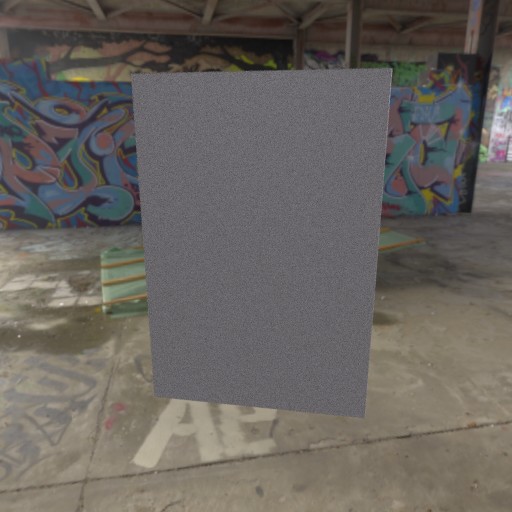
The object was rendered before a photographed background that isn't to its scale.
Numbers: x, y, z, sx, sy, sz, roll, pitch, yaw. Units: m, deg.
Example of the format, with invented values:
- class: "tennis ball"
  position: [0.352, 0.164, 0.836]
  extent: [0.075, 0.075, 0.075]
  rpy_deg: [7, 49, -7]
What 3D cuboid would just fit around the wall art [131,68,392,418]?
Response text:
- class: "wall art"
  position: [0.000, 0.000, 0.622]
  extent: [0.329, 0.482, 0.011]
  rpy_deg: [3, 16, 9]
